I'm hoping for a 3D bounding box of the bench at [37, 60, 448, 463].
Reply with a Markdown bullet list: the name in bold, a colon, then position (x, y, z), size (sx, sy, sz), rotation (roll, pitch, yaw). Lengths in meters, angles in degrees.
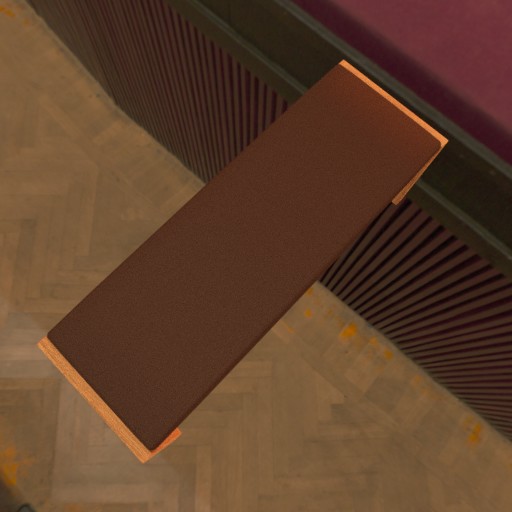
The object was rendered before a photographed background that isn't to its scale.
- **bench**: position (0.000, 0.000, 1.409), size (0.405, 0.480, 1.200), rotation (43, 79, 11)
